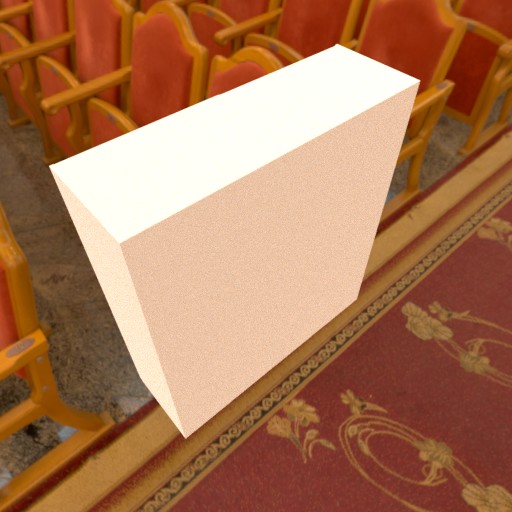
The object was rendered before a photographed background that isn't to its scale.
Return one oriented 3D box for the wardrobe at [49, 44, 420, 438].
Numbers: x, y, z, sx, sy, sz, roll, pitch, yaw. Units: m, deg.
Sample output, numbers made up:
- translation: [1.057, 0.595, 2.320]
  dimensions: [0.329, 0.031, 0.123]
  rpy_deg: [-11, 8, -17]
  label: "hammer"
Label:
- translation: [0.000, 0.000, 2.907]
  dimensions: [1.830, 2.020, 0.600]
  rpy_deg: [-33, 56, -26]
  label: "wardrobe"
